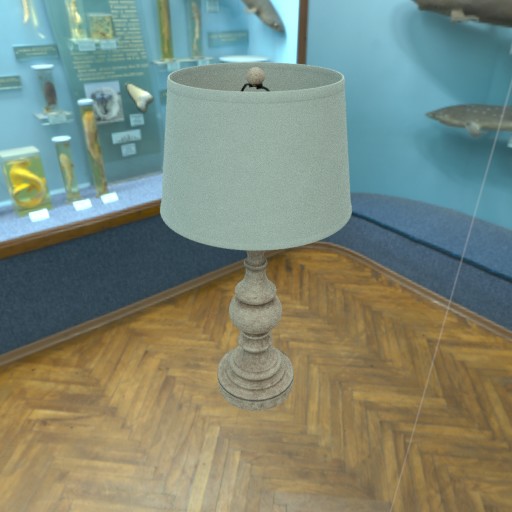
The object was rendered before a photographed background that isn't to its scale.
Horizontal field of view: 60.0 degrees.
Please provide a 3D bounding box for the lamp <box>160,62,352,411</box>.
[{"bbox_3d":[0.000,0.000,0.857,0.340,0.678,0.340,0,31,0],"label":"lamp"}]
